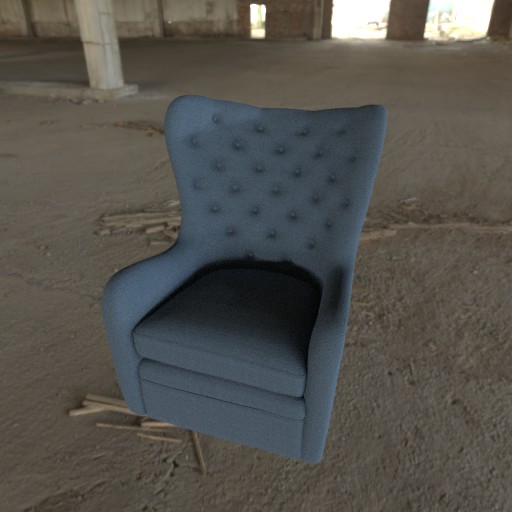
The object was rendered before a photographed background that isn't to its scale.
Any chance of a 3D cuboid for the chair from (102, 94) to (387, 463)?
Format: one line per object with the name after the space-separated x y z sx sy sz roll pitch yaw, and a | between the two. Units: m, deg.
0.000 0.000 1.722 0.831 1.079 0.930 9 30 16 | chair
